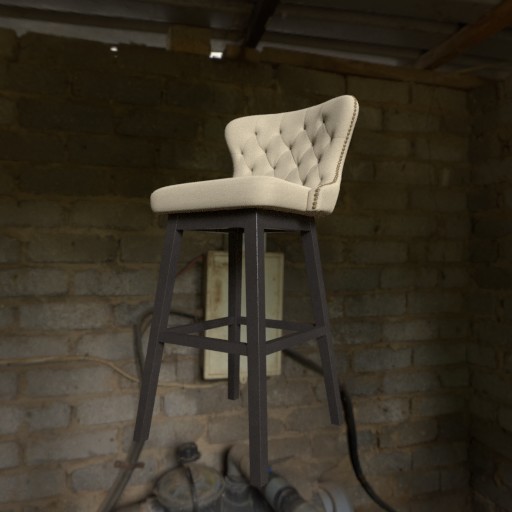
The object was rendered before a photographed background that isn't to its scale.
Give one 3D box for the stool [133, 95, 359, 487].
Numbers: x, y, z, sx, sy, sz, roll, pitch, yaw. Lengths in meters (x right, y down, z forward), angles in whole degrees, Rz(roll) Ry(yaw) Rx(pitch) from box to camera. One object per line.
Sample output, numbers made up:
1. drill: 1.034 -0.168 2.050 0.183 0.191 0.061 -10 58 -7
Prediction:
1. stool: 0.000 0.000 1.398 0.528 1.066 0.605 0 1 35
